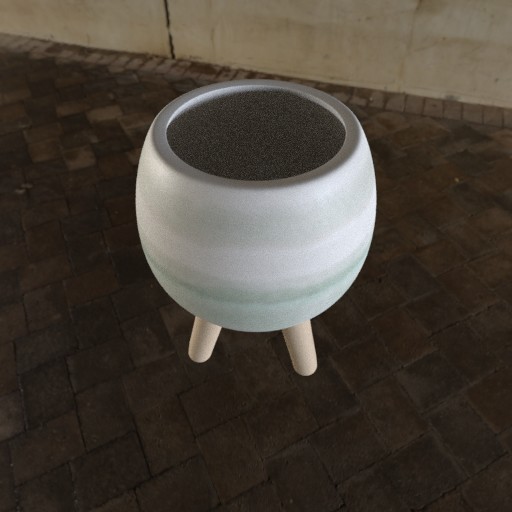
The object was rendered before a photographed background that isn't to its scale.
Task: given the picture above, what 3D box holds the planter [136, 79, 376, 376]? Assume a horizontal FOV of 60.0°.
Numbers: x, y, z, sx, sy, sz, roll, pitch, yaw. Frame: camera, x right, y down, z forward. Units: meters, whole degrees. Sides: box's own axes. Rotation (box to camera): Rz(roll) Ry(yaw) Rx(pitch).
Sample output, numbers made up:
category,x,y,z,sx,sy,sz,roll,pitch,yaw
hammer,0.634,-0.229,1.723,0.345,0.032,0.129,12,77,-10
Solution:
category,x,y,z,sx,sy,sz,roll,pitch,yaw
planter,0.000,0.000,0.342,0.161,0.224,0.161,0,47,0
